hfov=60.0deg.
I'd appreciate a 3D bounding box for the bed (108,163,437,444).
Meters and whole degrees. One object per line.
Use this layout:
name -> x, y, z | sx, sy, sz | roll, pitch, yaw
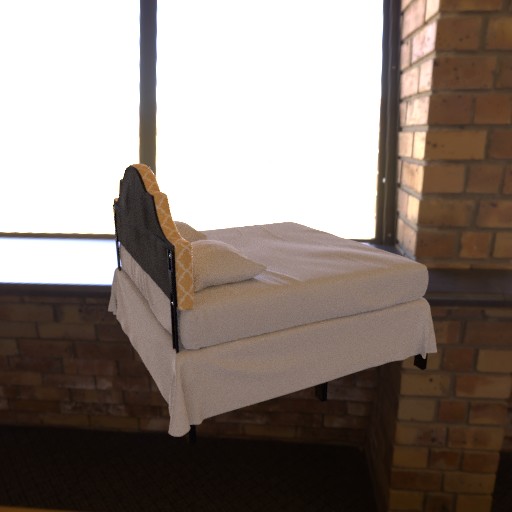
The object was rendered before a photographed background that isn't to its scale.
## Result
bed -> 0.000, 0.000, 3.774 | 2.222, 1.601, 2.314 | -8, 17, -26
